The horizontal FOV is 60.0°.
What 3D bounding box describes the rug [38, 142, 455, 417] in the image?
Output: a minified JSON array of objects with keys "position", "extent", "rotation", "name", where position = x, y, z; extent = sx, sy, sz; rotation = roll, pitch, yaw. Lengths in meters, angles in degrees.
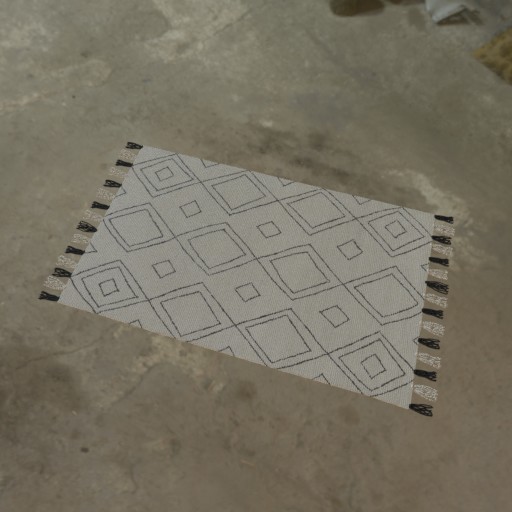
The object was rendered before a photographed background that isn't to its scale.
[{"position":[0.000,0.000,3.240],"extent":[2.755,0.021,1.524],"rotation":[15,63,8],"name":"rug"}]
